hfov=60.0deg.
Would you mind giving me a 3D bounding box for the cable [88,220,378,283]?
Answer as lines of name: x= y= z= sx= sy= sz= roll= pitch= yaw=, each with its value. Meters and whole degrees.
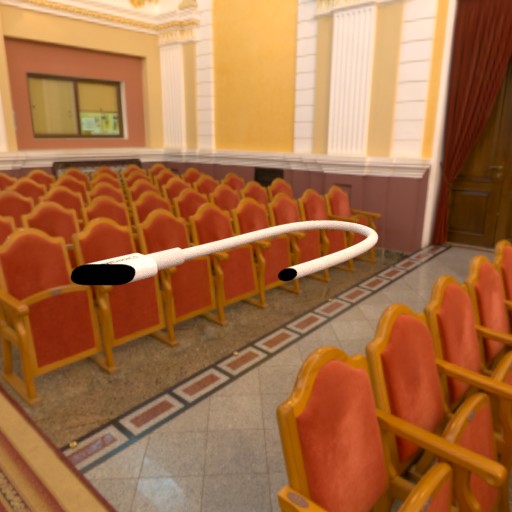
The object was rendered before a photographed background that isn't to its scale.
cable: x=0.000 y=0.000 z=0.115 sx=0.040 sy=0.006 sz=0.098 roll=14 pitch=21 yaw=41
